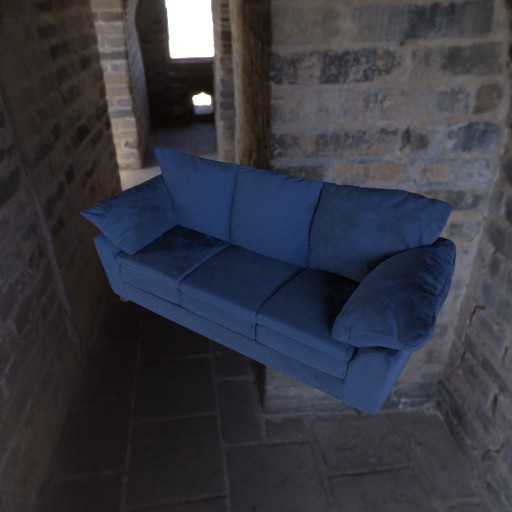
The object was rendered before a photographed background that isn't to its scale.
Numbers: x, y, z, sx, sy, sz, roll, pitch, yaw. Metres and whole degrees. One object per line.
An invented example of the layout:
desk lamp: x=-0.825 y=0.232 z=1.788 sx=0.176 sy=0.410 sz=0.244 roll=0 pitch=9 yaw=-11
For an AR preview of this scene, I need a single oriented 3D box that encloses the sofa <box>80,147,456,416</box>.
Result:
sofa: x=0.000 y=0.000 z=2.913 sx=2.390 sy=1.091 sz=0.907 roll=19 pitch=35 yaw=29
